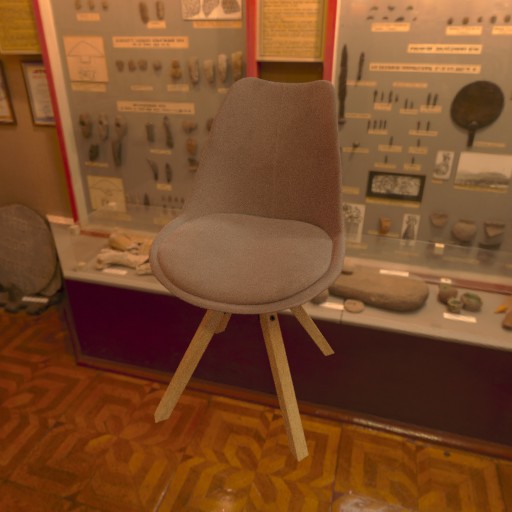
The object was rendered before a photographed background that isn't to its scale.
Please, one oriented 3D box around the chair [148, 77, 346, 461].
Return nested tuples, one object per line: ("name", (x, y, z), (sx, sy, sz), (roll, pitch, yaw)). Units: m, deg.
("chair", (0.000, 0.000, 1.197), (0.485, 0.850, 0.550), (8, 28, 16))
